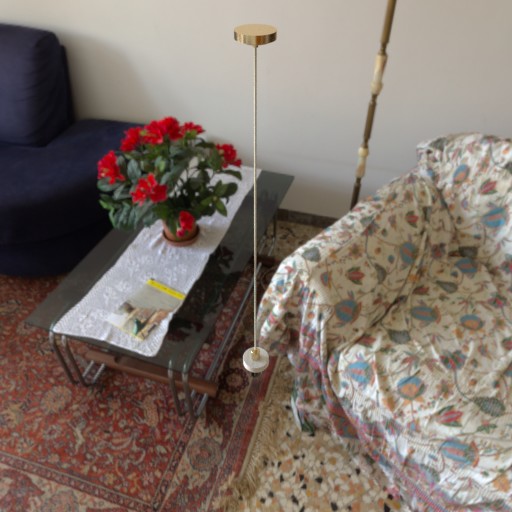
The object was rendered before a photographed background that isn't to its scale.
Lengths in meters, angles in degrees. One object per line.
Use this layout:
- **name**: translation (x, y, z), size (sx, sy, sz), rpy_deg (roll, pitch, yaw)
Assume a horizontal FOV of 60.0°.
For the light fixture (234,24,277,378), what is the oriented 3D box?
- **light fixture**: translation (0.000, 0.000, 1.780), size (0.129, 1.669, 0.129), rpy_deg (-12, 43, -14)
